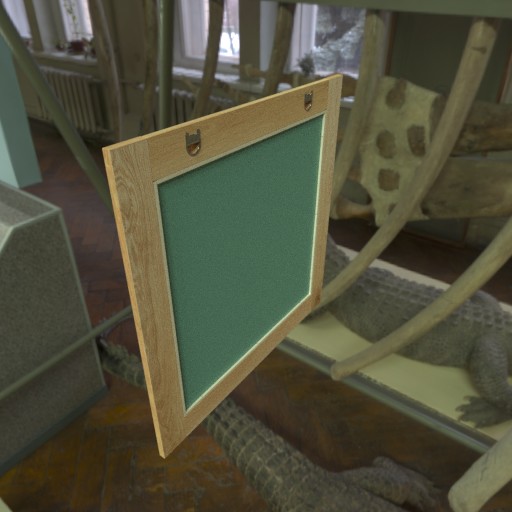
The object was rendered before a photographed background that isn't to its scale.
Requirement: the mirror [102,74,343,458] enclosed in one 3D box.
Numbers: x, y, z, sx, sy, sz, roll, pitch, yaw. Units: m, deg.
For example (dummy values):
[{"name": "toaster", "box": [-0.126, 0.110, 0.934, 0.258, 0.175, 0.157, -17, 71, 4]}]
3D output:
[{"name": "mirror", "box": [0.000, 0.000, 1.185, 0.020, 0.800, 0.800, 21, 38, 30]}]
